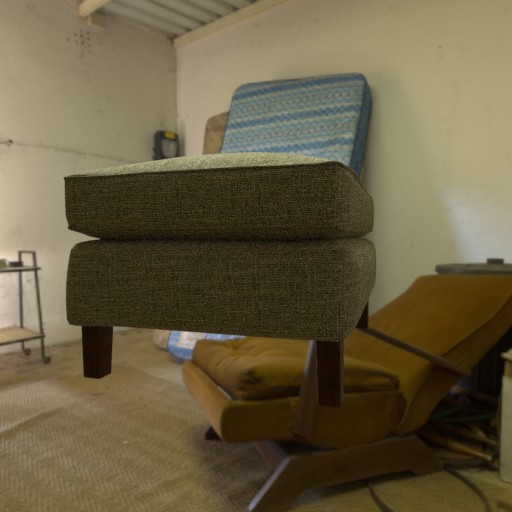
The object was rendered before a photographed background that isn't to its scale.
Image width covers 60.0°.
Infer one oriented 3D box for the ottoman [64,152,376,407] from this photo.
[{"bbox_3d":[0.000,0.000,0.980,0.508,0.406,0.686,1,3,18],"label":"ottoman"}]
